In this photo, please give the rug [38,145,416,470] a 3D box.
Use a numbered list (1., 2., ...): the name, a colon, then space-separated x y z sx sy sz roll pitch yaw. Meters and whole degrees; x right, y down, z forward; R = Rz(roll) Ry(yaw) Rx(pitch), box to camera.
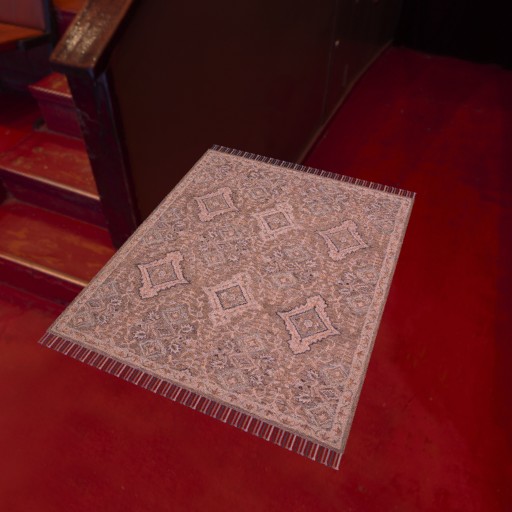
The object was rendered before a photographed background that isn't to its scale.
1. rug: 0.000 0.000 4.111 2.437 0.010 3.056 17 49 16
